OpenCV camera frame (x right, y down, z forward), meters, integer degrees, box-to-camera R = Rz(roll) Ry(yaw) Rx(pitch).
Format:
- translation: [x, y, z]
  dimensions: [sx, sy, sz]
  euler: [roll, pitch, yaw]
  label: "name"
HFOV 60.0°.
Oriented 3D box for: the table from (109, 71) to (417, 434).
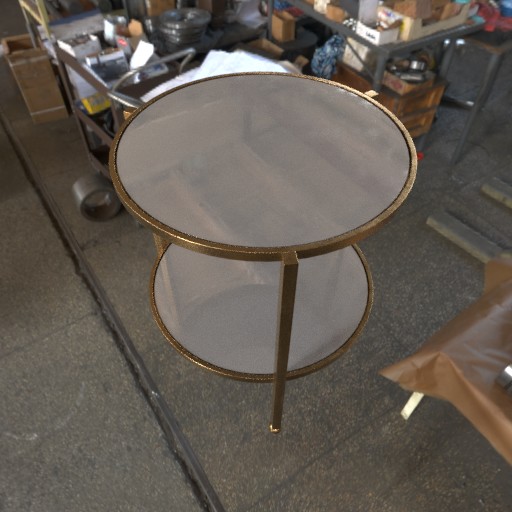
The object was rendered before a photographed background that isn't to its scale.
- translation: [0.000, 0.000, 0.443]
  dimensions: [0.243, 0.269, 0.231]
  euler: [17, 51, 15]
  label: "table"
